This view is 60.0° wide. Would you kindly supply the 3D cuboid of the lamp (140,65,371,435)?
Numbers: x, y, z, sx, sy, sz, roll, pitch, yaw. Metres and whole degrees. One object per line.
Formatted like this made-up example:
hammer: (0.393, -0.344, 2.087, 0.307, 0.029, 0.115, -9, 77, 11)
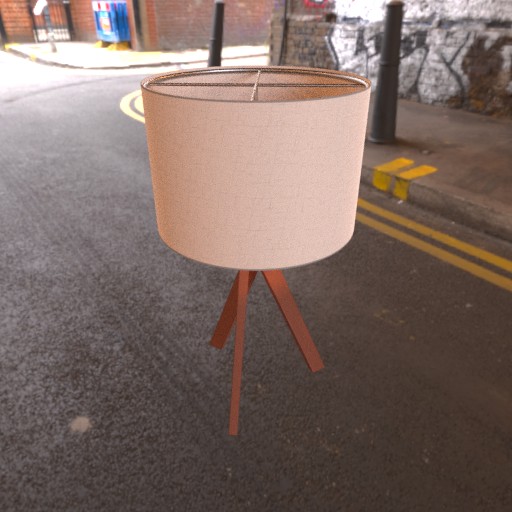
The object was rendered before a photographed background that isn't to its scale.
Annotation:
lamp: (0.000, 0.000, 0.917, 0.380, 0.686, 0.380, 1, 30, 2)
